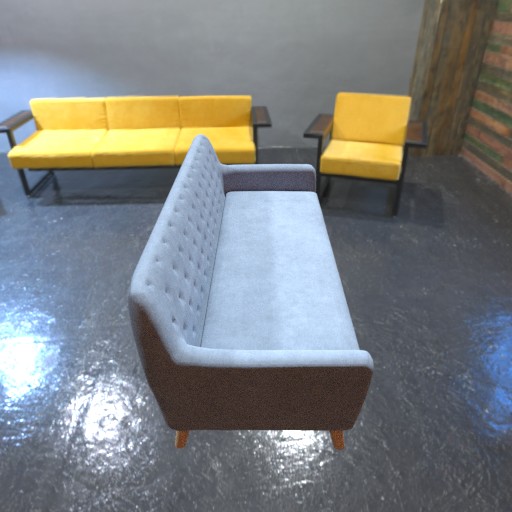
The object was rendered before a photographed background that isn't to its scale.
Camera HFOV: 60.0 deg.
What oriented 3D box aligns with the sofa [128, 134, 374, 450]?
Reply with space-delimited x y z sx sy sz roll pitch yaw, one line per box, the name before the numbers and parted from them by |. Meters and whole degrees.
sofa | 0.000 0.000 2.378 0.830 0.830 1.970 0 31 0
